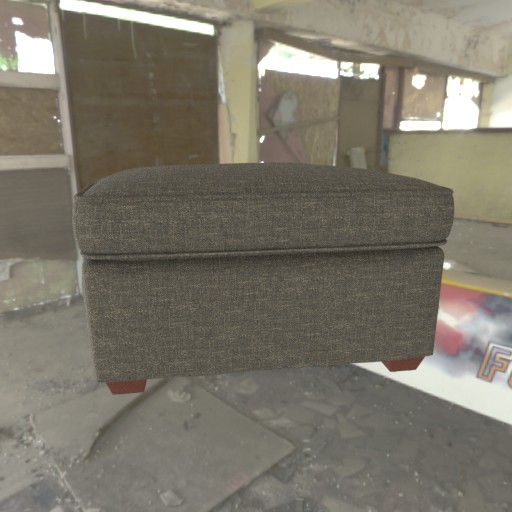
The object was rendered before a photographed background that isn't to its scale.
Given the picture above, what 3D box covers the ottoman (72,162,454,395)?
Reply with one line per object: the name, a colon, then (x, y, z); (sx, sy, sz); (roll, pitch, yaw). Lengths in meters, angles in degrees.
ottoman: (0.000, 0.000, 1.104); (0.749, 0.450, 0.549); (-2, 15, -9)
